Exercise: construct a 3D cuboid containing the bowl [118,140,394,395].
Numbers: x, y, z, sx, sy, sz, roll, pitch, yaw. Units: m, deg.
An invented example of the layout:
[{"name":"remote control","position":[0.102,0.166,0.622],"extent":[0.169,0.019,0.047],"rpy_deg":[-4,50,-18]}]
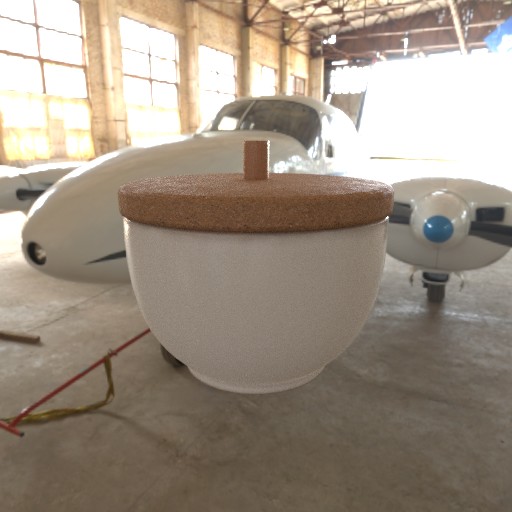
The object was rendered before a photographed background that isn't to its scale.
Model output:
[{"name":"bowl","position":[0.000,0.000,0.219],"extent":[0.126,0.110,0.126],"rpy_deg":[0,14,0]}]
